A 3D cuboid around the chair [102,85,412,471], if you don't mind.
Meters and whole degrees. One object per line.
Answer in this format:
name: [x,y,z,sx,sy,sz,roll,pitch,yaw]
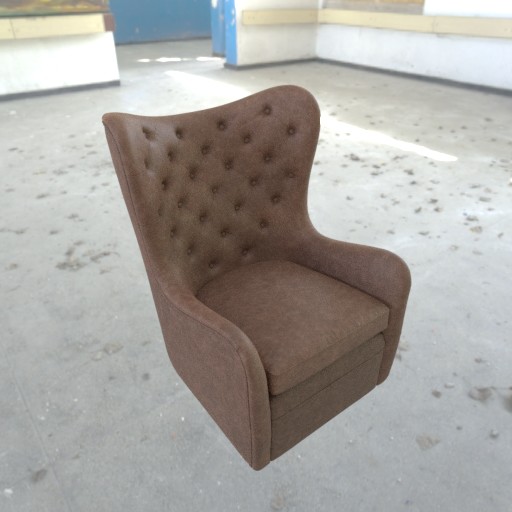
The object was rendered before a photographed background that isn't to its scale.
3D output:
chair: [0.000,0.000,1.697,0.831,1.079,0.930,-22,38,-31]
